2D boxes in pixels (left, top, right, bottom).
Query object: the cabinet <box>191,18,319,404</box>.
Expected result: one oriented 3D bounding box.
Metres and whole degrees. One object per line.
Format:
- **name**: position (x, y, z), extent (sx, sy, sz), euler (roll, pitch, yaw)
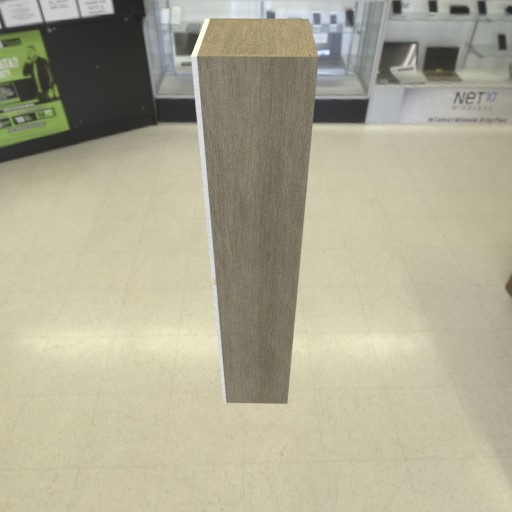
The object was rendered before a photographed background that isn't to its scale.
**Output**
- **cabinet**: position (0.000, 0.000, 1.515), extent (0.270, 1.400, 0.300), euler (1, 42, 1)
